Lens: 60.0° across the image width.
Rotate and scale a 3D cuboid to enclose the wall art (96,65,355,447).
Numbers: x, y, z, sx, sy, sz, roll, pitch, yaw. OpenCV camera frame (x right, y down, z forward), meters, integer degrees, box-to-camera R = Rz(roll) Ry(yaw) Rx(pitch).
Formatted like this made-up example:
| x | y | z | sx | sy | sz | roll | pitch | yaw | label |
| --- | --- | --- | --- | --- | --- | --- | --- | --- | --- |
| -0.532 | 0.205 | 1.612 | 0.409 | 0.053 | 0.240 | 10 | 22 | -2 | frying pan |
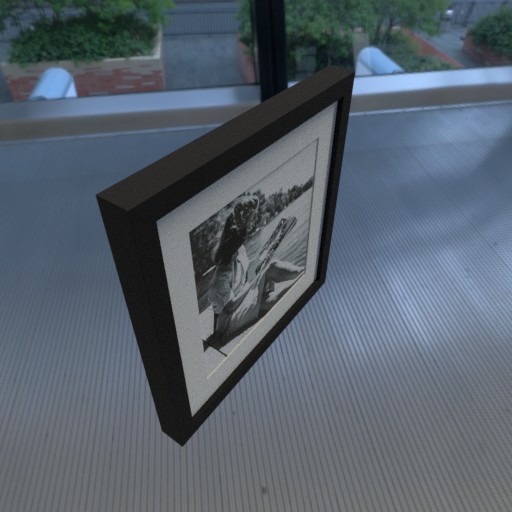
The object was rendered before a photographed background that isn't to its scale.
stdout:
| x | y | z | sx | sy | sz | roll | pitch | yaw | label |
| --- | --- | --- | --- | --- | --- | --- | --- | --- | --- |
| 0.000 | 0.000 | 0.471 | 0.030 | 0.305 | 0.308 | 25 | 47 | 26 | wall art |
